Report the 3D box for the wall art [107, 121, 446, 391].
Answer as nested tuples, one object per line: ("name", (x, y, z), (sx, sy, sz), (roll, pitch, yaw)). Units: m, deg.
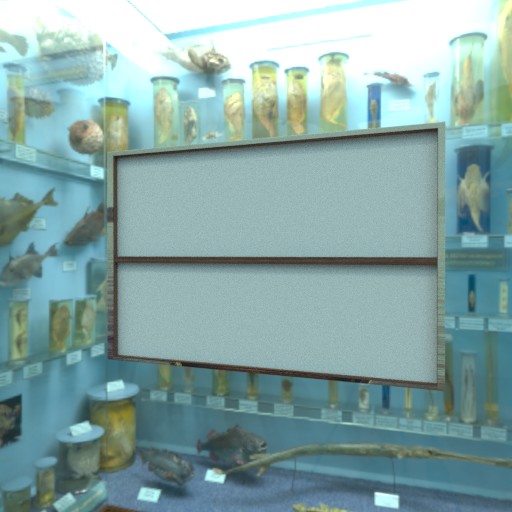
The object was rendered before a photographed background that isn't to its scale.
("wall art", (0.000, 0.000, 1.463), (1.149, 0.765, 0.040), (0, 0, 19))
